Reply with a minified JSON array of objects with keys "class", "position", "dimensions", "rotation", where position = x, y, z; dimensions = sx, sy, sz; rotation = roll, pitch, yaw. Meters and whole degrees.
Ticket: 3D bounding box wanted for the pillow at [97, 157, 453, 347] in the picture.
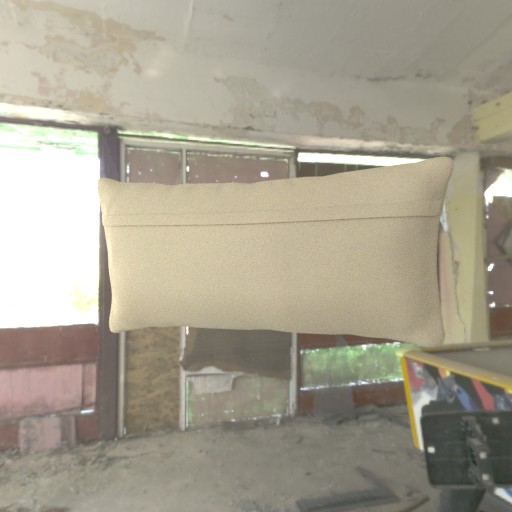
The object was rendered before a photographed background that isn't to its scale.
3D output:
[{"class":"pillow","position":[0.000,0.000,0.749],"dimensions":[0.609,0.292,0.155],"rotation":[0,-1,18]}]
